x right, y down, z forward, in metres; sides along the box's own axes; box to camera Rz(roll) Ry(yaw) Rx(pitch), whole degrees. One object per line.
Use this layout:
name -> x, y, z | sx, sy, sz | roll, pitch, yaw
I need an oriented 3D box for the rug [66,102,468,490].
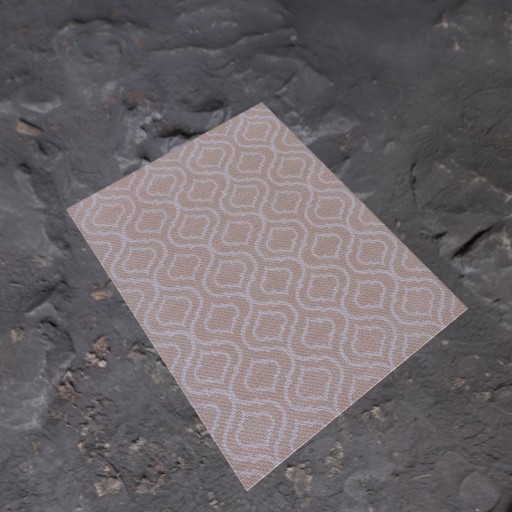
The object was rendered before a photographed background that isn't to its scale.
rug -> 0.000, 0.000, 3.934 | 2.286, 0.013, 2.894 | -33, 68, -15
